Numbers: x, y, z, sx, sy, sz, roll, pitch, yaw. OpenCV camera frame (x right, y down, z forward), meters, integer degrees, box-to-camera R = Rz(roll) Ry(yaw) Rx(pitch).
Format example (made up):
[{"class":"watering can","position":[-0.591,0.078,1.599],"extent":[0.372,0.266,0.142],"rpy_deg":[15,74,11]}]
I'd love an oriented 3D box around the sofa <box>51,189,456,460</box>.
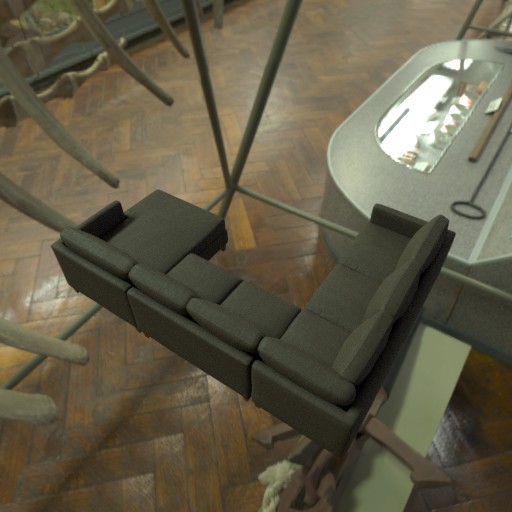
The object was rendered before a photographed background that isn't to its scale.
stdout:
[{"class":"sofa","position":[0.000,0.000,4.820],"extent":[3.460,0.961,2.594],"rpy_deg":[26,51,23]}]
